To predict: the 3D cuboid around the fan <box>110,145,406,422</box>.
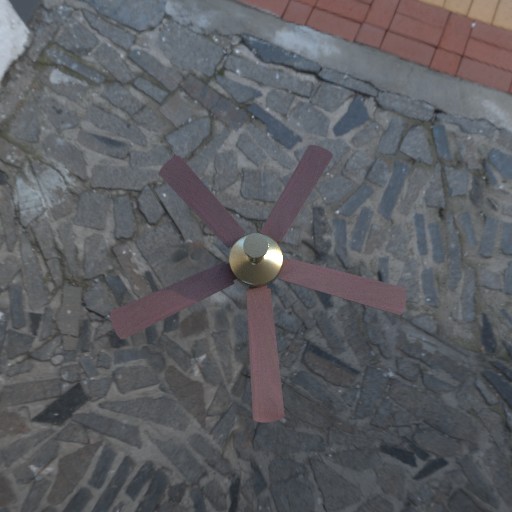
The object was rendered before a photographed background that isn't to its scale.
[{"bbox_3d":[0.000,0.000,1.978,1.321,0.356,1.321,39,78,9],"label":"fan"}]
